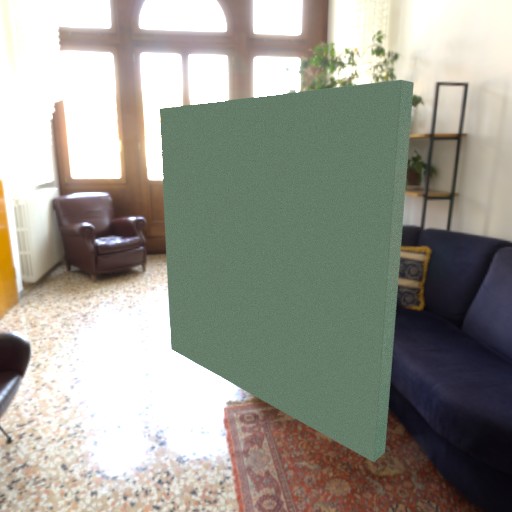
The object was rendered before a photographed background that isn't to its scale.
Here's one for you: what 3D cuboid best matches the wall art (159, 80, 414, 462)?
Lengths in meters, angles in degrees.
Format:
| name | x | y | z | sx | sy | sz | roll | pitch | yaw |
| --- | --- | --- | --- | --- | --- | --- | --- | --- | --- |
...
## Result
| name | x | y | z | sx | sy | sz | roll | pitch | yaw |
| --- | --- | --- | --- | --- | --- | --- | --- | --- | --- |
| wall art | 0.000 | 0.000 | 0.894 | 0.036 | 0.603 | 0.603 | -13 | 19 | -43 |
